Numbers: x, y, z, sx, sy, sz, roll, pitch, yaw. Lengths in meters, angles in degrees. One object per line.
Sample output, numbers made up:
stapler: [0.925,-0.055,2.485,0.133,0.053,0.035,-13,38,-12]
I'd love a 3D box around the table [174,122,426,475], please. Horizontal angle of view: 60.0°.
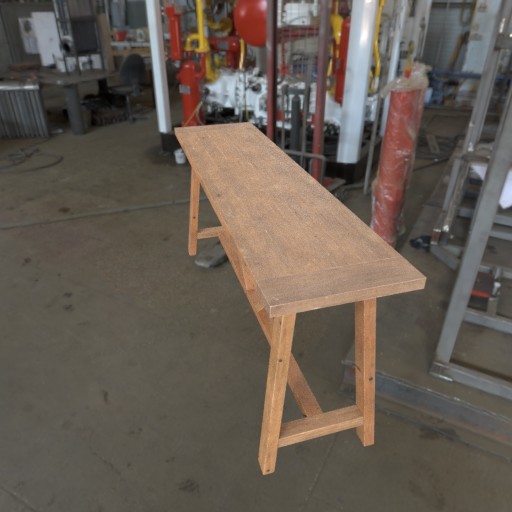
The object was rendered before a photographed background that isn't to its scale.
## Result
table: [0.000,0.000,2.140,0.465,0.810,1.800,-9,32,-14]
